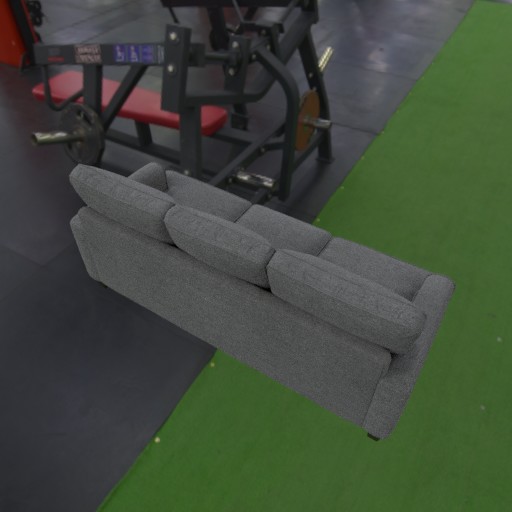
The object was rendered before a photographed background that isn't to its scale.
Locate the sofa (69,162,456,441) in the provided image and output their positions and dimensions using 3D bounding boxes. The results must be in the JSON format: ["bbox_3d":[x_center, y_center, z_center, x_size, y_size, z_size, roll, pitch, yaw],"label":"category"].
[{"bbox_3d":[0.000,0.000,2.647,2.158,0.965,0.951,24,50,22],"label":"sofa"}]
